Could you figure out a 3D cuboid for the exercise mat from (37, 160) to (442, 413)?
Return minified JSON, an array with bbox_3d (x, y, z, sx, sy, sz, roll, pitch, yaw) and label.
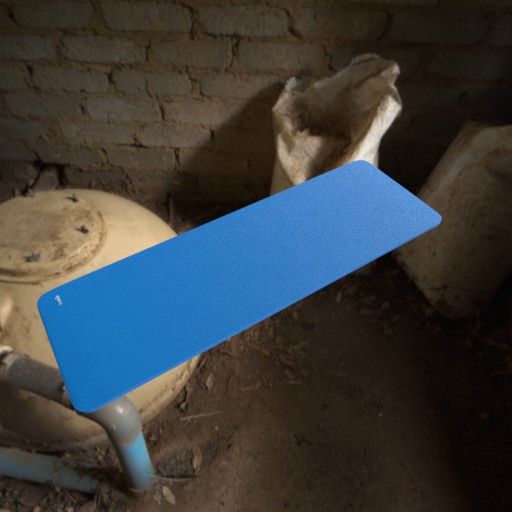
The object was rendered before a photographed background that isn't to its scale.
[{"bbox_3d":[0.000,0.000,2.054,1.869,0.021,0.616,-25,53,-21],"label":"exercise mat"}]
